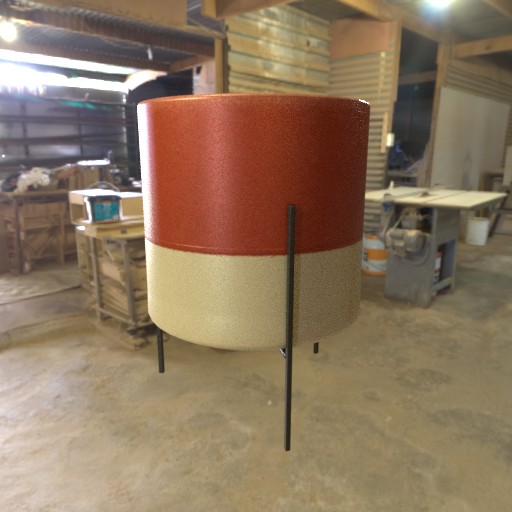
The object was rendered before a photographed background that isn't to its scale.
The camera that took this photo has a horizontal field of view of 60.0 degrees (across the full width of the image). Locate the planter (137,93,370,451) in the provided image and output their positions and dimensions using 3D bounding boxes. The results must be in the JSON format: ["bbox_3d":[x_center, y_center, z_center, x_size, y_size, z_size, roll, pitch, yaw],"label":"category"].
[{"bbox_3d":[0.000,0.000,0.726,0.345,0.465,0.354,13,19,43],"label":"planter"}]
